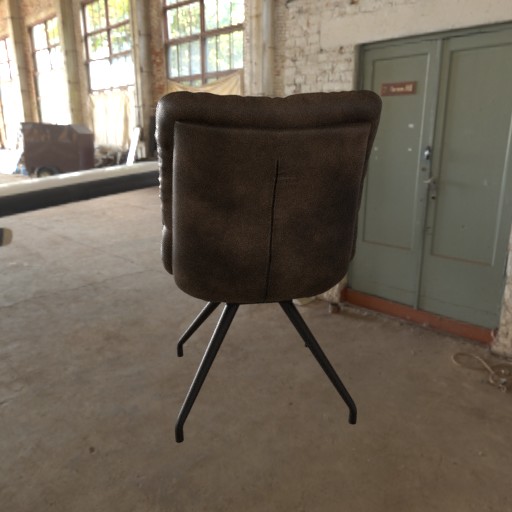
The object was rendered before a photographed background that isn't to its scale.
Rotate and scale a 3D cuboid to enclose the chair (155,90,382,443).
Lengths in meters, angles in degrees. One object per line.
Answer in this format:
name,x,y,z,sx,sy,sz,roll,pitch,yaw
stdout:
chair,0.000,0.000,1.295,0.549,0.870,0.622,-2,16,-9
